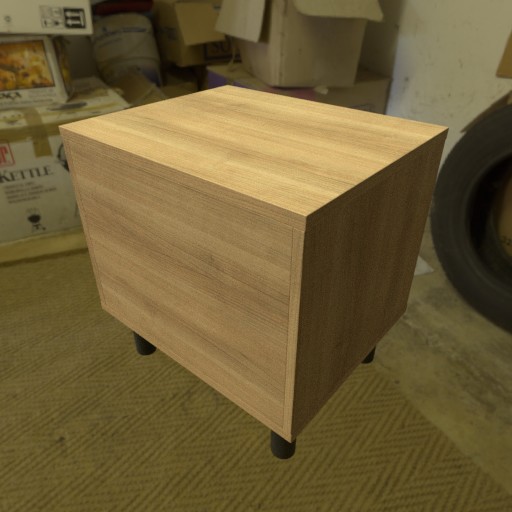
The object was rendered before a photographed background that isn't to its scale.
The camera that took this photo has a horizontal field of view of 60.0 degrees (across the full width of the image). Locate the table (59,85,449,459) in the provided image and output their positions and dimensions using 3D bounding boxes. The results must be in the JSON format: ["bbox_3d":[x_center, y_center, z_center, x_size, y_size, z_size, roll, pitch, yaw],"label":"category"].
[{"bbox_3d":[0.000,0.000,0.782,0.445,0.460,0.380,25,40,33],"label":"table"}]
